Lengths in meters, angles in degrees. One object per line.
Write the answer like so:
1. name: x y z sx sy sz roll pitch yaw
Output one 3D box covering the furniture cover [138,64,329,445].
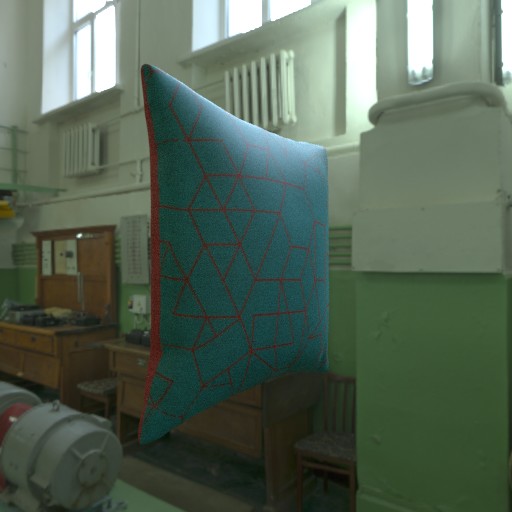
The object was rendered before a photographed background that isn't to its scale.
1. furniture cover: 0.000 0.000 0.795 0.158 0.508 0.517 -1 -1 36
